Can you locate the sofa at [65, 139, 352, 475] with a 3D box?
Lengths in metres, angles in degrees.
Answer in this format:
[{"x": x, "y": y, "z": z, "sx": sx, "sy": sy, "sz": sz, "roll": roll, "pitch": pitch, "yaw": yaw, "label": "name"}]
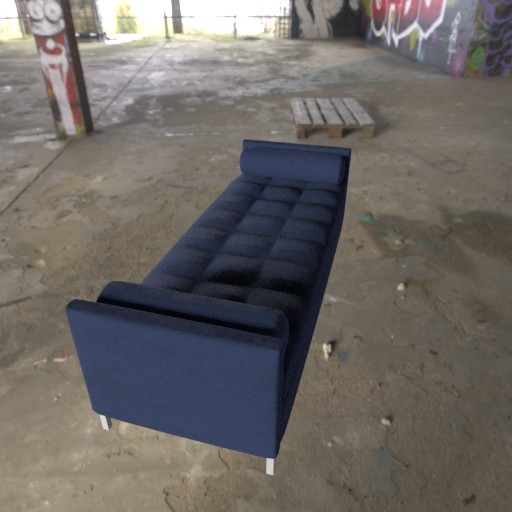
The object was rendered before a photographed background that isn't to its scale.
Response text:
[{"x": 0.000, "y": 0.000, "z": 2.445, "sx": 0.797, "sy": 0.657, "sz": 2.102, "roll": 9, "pitch": 32, "yaw": 14, "label": "sofa"}]
